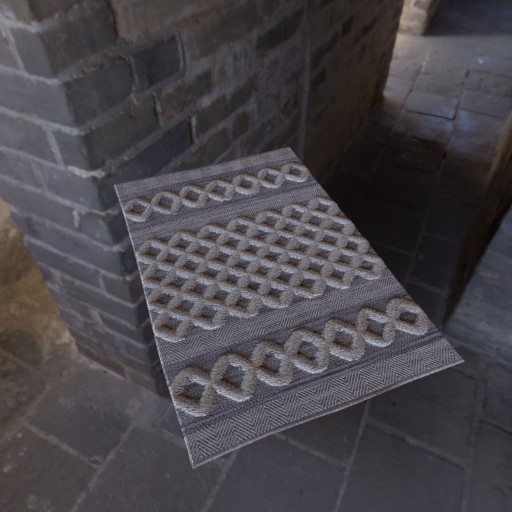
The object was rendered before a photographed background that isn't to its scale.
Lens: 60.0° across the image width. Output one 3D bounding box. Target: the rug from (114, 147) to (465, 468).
[{"bbox_3d":[0.000,0.000,2.344,1.222,0.030,1.823,-16,48,-15],"label":"rug"}]
